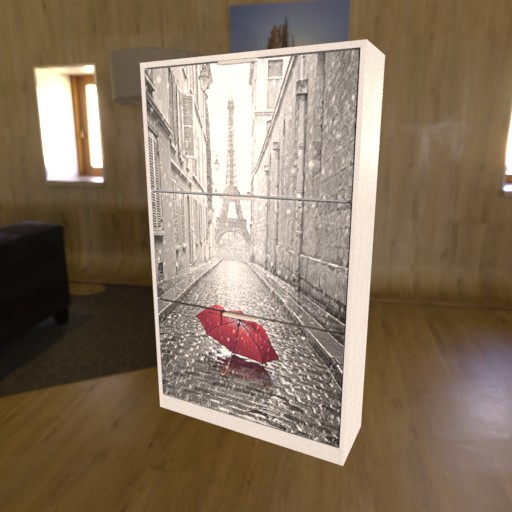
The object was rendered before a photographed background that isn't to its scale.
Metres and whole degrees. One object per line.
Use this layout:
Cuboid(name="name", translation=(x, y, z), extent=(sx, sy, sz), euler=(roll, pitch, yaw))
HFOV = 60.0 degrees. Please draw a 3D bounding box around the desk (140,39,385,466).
Cuboid(name="desk", translation=(0.000, 0.000, 1.552), extent=(0.750, 1.280, 0.250), euler=(7, 16, 26))
